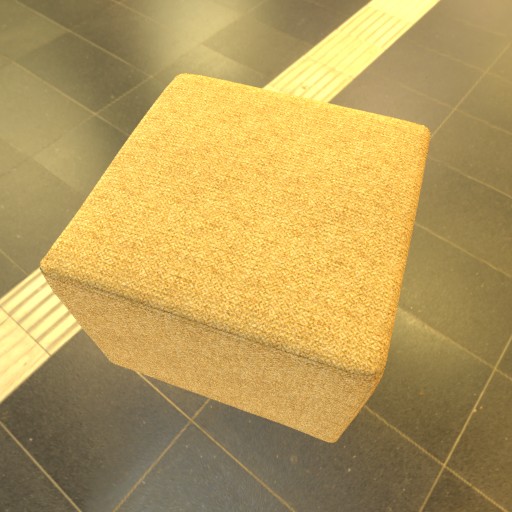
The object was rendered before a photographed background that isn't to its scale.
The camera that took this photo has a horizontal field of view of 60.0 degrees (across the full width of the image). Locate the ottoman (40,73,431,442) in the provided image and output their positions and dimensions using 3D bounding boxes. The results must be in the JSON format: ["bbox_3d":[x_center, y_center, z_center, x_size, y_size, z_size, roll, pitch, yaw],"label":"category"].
[{"bbox_3d":[0.000,0.000,0.878,0.512,0.441,0.505,16,59,10],"label":"ottoman"}]
